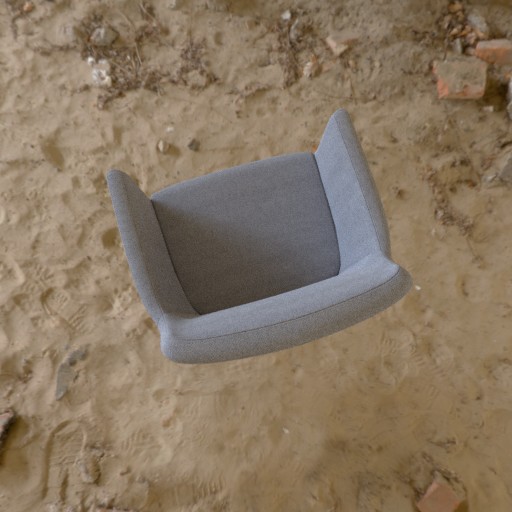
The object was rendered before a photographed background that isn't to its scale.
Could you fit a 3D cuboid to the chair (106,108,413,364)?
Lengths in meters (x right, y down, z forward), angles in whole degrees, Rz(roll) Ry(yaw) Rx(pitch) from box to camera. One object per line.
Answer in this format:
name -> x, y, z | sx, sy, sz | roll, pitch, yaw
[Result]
chair -> 0.000, 0.000, 1.176 | 0.570, 0.780, 0.540 | -16, 75, -4
